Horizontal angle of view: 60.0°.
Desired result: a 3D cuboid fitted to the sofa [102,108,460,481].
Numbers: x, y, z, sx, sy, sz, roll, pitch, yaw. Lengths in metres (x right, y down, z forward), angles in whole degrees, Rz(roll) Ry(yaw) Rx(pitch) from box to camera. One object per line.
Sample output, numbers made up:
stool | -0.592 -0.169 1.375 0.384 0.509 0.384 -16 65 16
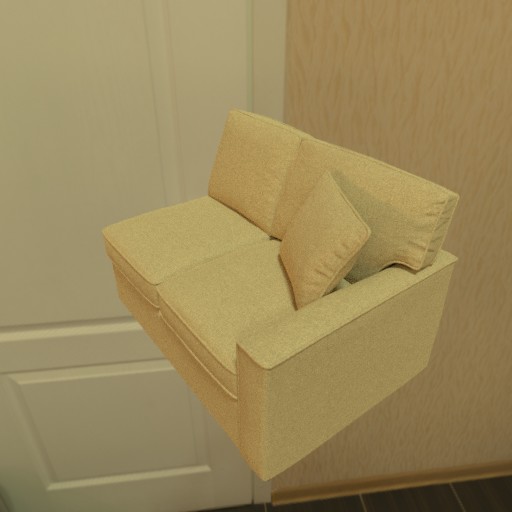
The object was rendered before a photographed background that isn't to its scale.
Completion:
sofa | 0.000 0.000 2.038 0.991 0.989 1.388 -21 38 -30
